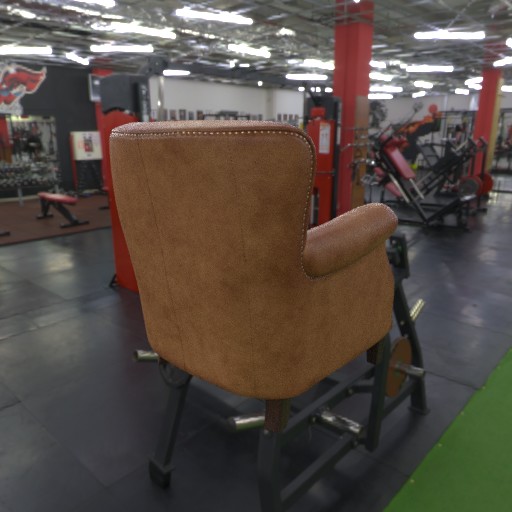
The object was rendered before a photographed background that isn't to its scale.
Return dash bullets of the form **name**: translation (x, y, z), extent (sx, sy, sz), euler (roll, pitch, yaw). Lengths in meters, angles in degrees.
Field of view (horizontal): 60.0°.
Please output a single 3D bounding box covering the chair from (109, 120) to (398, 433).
- **chair**: translation (0.000, 0.000, 1.637), extent (0.861, 0.936, 0.921), euler (15, 21, 43)
